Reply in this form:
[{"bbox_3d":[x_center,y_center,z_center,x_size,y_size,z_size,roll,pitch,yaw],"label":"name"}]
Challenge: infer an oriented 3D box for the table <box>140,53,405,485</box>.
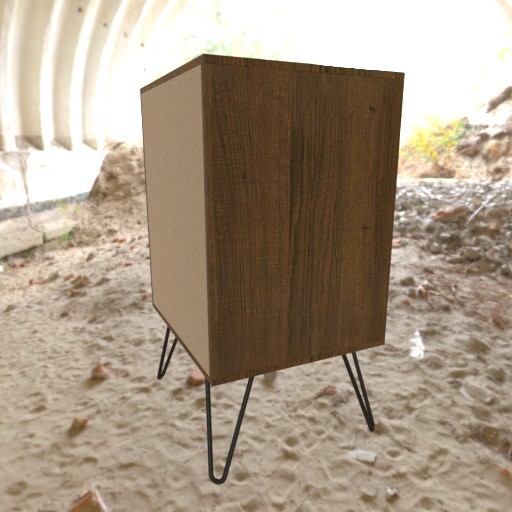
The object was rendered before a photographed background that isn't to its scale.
[{"bbox_3d":[0.000,0.000,1.171,0.457,0.866,0.526,-7,15,-25],"label":"table"}]
